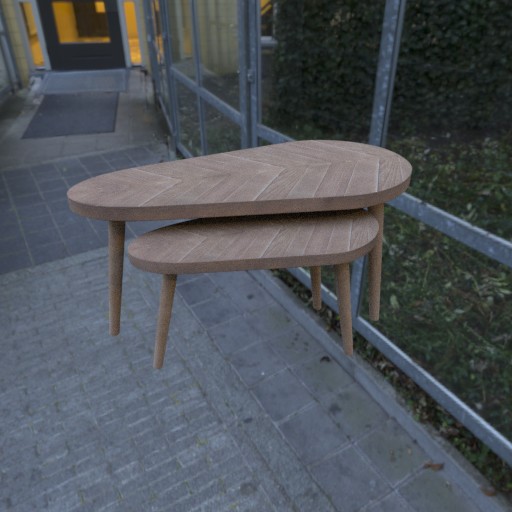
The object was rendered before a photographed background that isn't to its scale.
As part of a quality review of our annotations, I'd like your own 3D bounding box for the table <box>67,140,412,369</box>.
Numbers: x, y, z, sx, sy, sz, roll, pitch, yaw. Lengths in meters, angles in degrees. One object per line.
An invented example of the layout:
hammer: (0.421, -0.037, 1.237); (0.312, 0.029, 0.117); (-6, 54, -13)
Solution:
table: (0.000, 0.000, 1.631); (1.190, 0.595, 0.701); (-9, 33, -15)
